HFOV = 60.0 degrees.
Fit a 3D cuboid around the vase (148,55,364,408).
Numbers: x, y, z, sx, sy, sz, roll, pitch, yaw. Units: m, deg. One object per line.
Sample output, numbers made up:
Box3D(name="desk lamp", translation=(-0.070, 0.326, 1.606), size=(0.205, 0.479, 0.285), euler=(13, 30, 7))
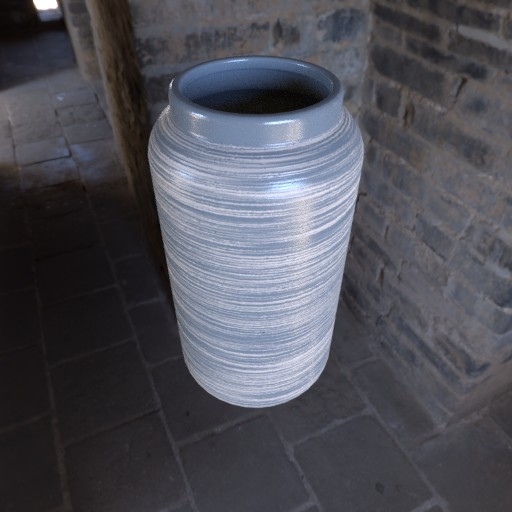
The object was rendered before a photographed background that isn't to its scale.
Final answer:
Box3D(name="vase", translation=(0.000, 0.000, 0.296), size=(0.116, 0.230, 0.116), euler=(0, 41, 0))
